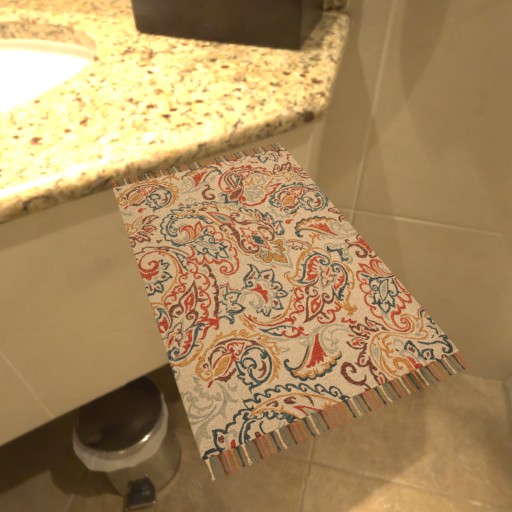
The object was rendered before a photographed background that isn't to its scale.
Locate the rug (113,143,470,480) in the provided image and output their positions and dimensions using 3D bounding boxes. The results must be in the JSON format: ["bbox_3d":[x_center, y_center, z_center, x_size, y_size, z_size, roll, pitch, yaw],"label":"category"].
[{"bbox_3d":[0.000,0.000,2.421,1.218,0.010,1.997,-17,48,-16],"label":"rug"}]
